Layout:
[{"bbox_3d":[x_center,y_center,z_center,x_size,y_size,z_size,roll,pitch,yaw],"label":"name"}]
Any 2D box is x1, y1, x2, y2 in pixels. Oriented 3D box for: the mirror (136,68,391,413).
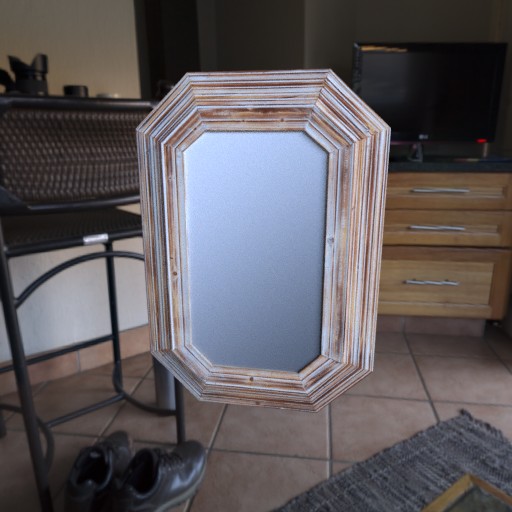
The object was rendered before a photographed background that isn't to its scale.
[{"bbox_3d":[0.000,0.000,1.297,0.709,1.015,0.061,3,15,10],"label":"mirror"}]
